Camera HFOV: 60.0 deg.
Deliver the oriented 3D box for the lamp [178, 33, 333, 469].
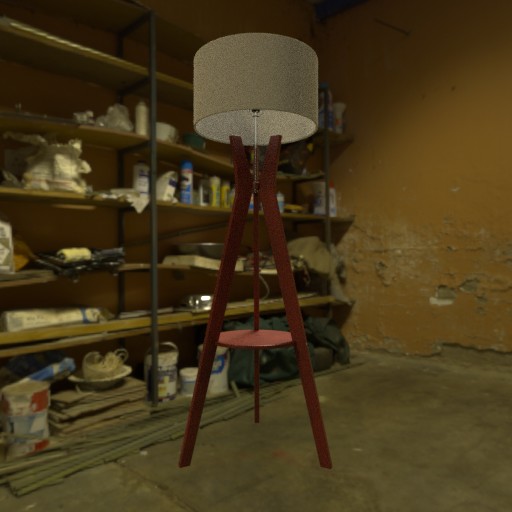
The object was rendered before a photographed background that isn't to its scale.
[{"bbox_3d":[0.000,0.000,1.731,0.539,1.472,0.542,0,0,1],"label":"lamp"}]
